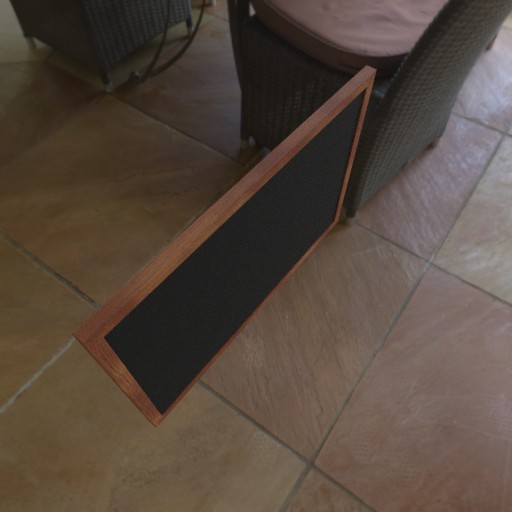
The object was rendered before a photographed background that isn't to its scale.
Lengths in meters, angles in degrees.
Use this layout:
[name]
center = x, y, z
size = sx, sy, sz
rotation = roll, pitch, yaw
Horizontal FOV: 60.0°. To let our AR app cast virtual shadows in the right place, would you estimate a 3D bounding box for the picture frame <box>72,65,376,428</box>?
[picture frame]
center = 0.000, 0.000, 1.206
size = 0.029, 0.640, 0.950
rotation = 34, 63, 20
